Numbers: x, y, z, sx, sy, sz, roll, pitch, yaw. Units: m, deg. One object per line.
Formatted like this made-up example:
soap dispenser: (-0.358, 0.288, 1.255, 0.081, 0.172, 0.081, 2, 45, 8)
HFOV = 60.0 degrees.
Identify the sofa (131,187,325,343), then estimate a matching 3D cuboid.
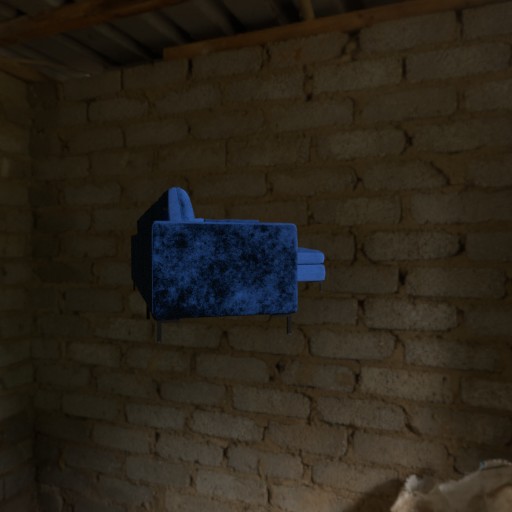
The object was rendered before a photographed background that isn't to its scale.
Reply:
sofa: (0.000, 0.000, 3.286, 1.707, 0.687, 2.486, 0, 1, -18)
